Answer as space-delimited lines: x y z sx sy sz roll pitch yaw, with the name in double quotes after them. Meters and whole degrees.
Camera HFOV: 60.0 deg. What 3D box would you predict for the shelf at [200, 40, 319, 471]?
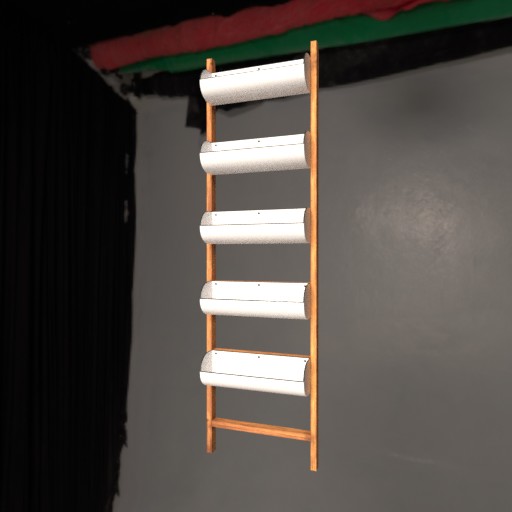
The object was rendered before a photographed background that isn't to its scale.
0.000 0.000 1.693 0.454 1.600 0.141 0 0 20 "shelf"
